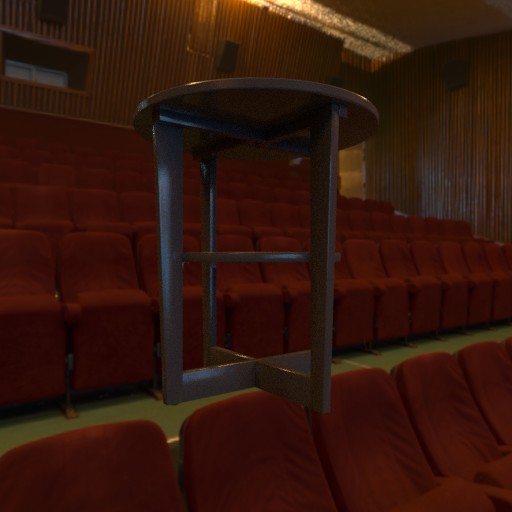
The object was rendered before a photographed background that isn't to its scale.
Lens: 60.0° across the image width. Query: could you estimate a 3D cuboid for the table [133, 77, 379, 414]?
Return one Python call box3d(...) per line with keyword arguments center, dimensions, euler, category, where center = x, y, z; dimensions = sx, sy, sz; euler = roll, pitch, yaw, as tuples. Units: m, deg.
box3d(center=(0.000, 0.000, 0.933), dimensions=(0.500, 0.550, 0.500), euler=(0, 0, 0), category="table")
